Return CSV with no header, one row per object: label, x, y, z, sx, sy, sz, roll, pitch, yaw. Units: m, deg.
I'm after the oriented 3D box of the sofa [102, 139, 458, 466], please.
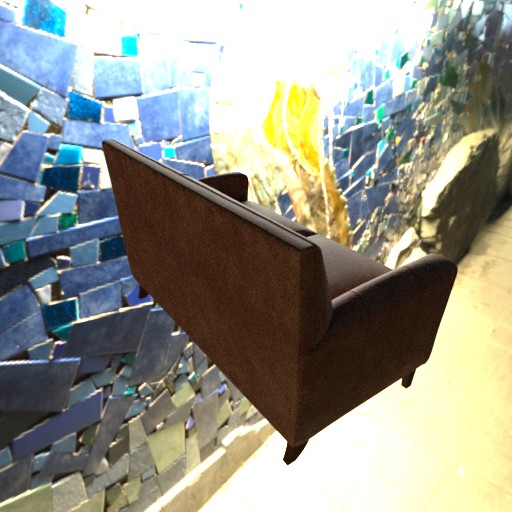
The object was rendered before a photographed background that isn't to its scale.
sofa,0.000,0.000,1.985,0.787,0.871,1.473,-18,32,-31
